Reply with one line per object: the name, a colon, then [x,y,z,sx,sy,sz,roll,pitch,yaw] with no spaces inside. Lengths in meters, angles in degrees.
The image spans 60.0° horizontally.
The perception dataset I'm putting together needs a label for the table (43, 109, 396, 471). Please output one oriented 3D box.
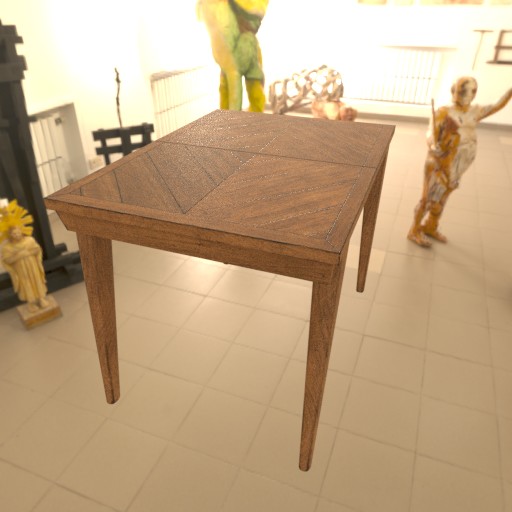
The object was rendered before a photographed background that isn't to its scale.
table: [0.000,0.000,1.609,0.757,0.760,1.027,11,33,18]
